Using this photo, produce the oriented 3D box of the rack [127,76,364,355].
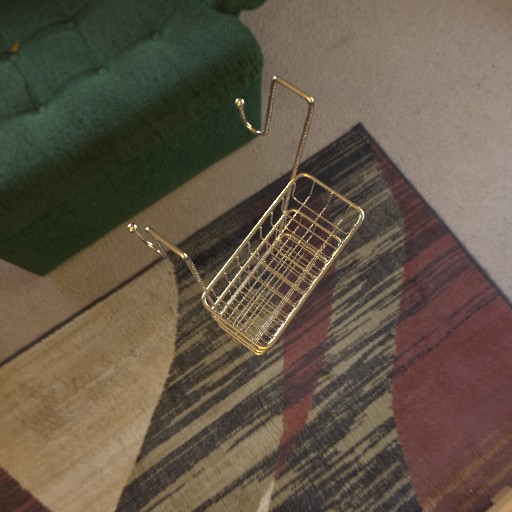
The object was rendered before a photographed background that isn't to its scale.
[{"bbox_3d":[0.000,0.000,0.679,0.202,0.574,0.228,36,78,9],"label":"rack"}]
